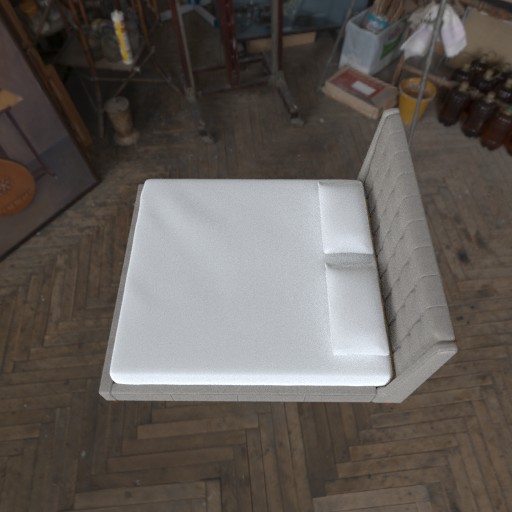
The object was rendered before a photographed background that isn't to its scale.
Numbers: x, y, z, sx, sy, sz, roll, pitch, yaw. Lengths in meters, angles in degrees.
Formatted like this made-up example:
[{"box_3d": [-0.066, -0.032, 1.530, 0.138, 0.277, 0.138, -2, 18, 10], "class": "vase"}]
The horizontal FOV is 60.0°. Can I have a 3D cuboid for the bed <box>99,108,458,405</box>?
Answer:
[{"box_3d": [0.000, 0.000, 3.580, 2.342, 1.289, 2.062, 0, 58, 0], "class": "bed"}]
